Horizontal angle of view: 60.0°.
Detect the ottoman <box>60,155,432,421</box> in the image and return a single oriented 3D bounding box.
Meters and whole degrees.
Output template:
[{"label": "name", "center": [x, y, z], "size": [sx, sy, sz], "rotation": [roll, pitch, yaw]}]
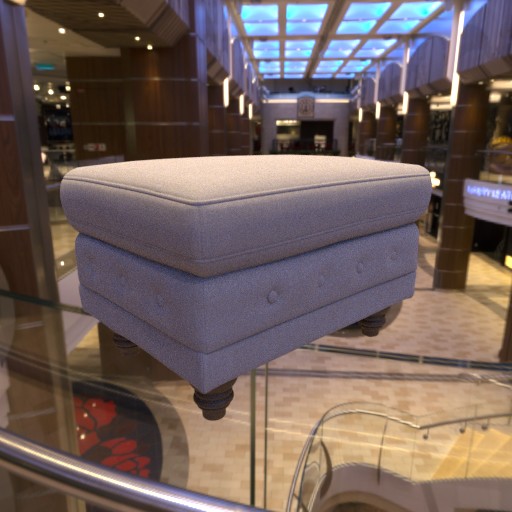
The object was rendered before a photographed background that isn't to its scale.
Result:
[{"label": "ottoman", "center": [0.000, 0.000, 1.143], "size": [0.771, 0.500, 0.569], "rotation": [-14, 20, -41]}]
